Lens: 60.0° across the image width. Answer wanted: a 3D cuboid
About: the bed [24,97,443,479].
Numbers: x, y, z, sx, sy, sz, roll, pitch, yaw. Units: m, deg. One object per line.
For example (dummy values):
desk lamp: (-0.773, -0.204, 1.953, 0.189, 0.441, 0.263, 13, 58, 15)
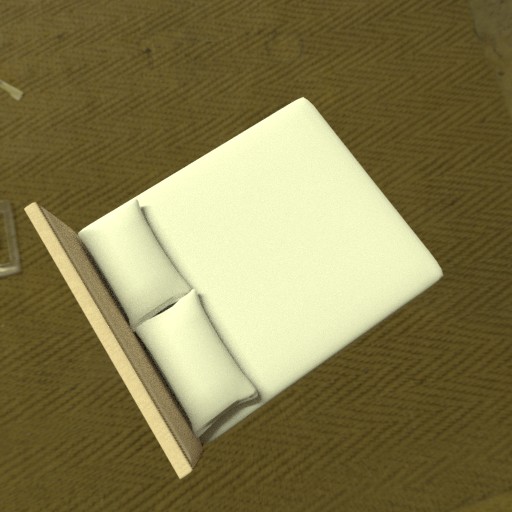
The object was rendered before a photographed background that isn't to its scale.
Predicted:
bed: (0.000, 0.000, 2.781, 1.876, 1.016, 1.616, -33, 78, -8)
